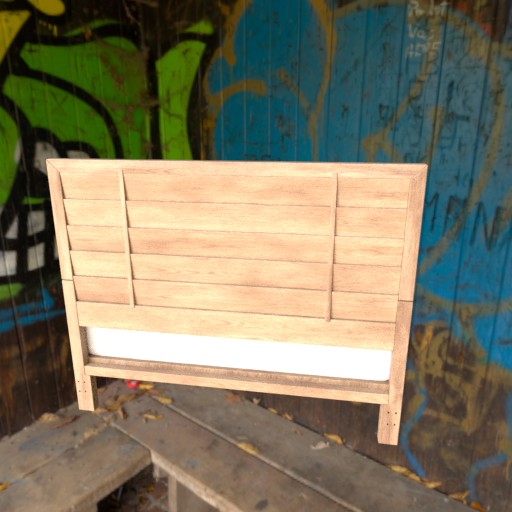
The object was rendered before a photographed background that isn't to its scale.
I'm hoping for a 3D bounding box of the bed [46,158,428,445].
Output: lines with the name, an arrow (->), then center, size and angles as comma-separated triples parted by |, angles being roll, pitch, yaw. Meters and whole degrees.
bed -> 0.000, 0.000, 3.493 | 2.032, 1.626, 2.032 | 3, 17, 9
